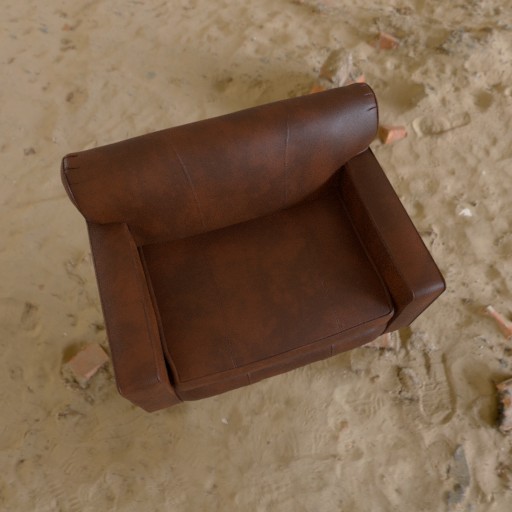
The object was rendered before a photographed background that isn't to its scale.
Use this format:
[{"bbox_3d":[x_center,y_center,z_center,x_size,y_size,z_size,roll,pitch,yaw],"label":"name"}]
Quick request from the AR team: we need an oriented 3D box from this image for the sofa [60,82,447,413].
[{"bbox_3d":[0.000,0.000,2.062,1.413,0.956,1.000,-17,65,-8],"label":"sofa"}]
